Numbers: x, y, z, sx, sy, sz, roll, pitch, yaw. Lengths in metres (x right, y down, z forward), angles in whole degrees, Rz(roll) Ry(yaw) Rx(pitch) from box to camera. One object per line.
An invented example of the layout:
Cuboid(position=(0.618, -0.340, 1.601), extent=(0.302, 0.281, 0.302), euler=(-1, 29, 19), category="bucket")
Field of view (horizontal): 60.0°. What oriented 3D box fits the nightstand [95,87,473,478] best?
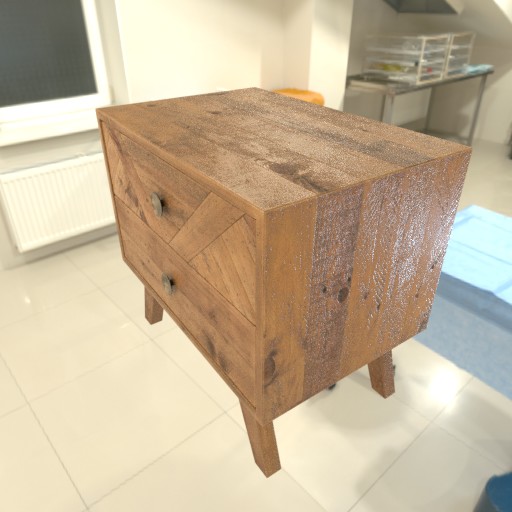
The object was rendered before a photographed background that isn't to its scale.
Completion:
Cuboid(position=(0.000, 0.000, 1.026), extent=(0.450, 0.599, 0.650), euler=(-20, 37, -29), category="nightstand")
